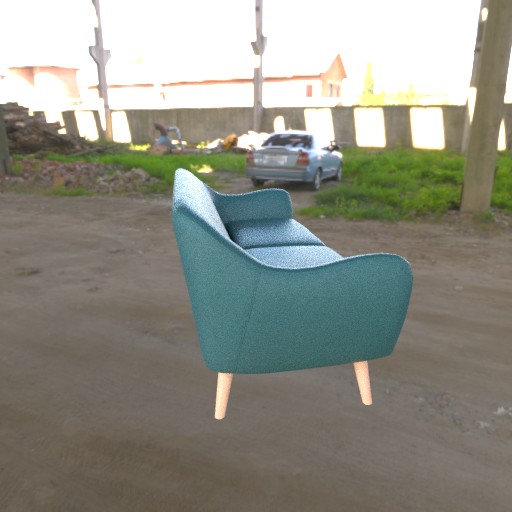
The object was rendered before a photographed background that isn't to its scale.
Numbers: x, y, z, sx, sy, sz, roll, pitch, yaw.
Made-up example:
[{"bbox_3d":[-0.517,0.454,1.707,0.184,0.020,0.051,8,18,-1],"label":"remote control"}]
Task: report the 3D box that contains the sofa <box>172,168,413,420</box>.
[{"bbox_3d":[0.000,0.000,2.339,0.820,0.836,1.840,-3,16,-9],"label":"sofa"}]
